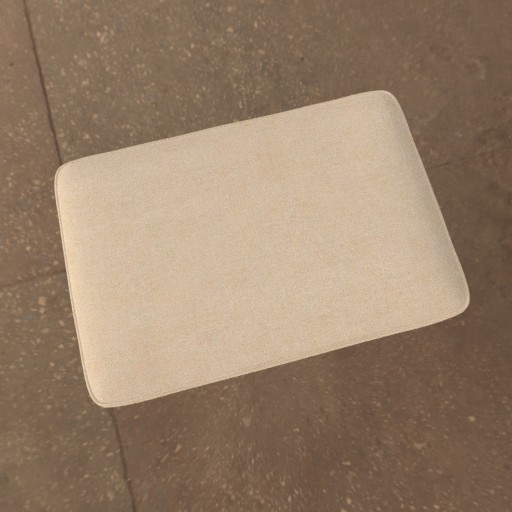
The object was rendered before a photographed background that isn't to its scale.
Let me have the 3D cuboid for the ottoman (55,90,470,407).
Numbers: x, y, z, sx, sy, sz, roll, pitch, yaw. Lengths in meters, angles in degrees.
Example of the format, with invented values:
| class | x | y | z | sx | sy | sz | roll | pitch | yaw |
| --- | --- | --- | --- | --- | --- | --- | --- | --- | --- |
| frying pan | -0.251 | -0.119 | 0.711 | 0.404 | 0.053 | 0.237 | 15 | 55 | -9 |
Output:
| class | x | y | z | sx | sy | sz | roll | pitch | yaw |
| --- | --- | --- | --- | --- | --- | --- | --- | --- | --- |
| ottoman | 0.000 | 0.000 | 1.199 | 0.862 | 0.484 | 0.583 | -14 | 76 | -4 |
